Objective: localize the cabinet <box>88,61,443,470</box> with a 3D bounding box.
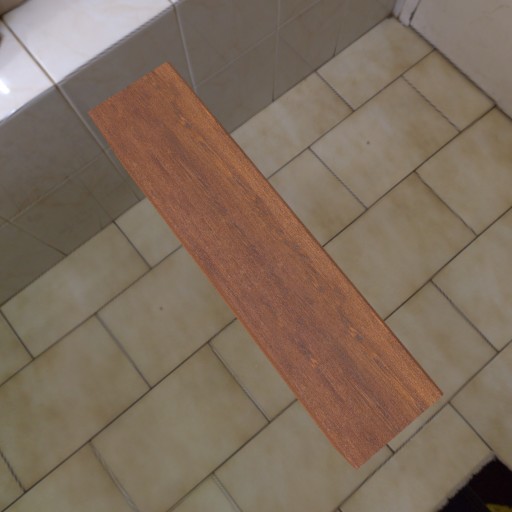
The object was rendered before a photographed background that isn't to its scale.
[{"bbox_3d":[0.000,0.000,1.837,0.419,0.510,1.600,-36,79,-8],"label":"cabinet"}]
